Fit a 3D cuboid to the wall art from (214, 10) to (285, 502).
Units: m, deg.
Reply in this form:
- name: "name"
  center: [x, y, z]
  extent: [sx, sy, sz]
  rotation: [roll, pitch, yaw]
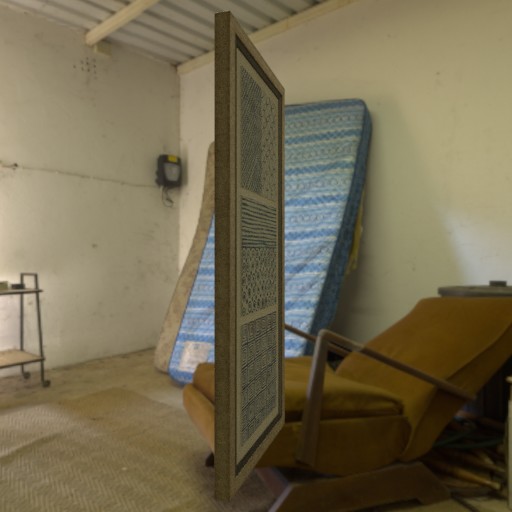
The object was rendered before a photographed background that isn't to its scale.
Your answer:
- name: "wall art"
  center: [0.000, 0.000, 1.632]
  extent: [0.051, 1.461, 0.648]
  rotation: [0, 0, 18]
